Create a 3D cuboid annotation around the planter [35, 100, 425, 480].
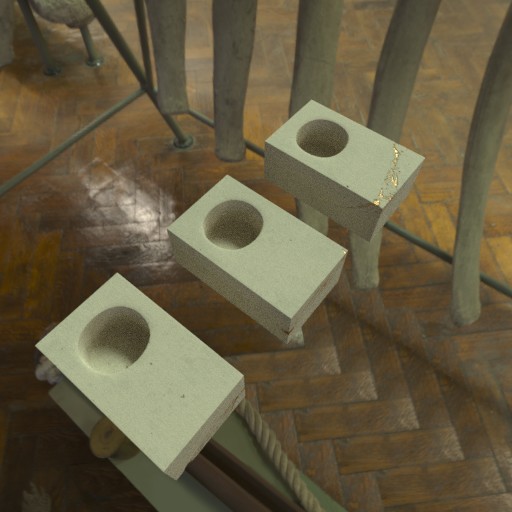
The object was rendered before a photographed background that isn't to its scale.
[{"bbox_3d":[0.000,0.000,0.378,0.127,0.051,0.333,35,64,19],"label":"planter"}]
